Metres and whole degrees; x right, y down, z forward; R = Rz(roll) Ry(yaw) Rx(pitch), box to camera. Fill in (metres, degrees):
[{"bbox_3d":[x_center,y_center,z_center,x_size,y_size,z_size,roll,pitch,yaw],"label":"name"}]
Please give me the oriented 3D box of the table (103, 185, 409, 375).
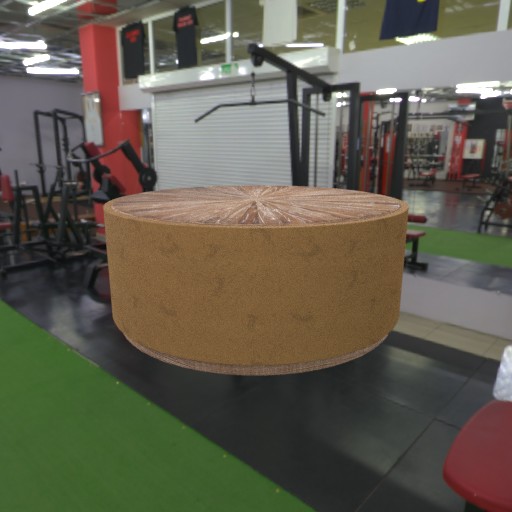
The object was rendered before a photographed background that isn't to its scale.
[{"bbox_3d":[0.000,0.000,1.580,1.001,0.409,1.001,0,15,0],"label":"table"}]
